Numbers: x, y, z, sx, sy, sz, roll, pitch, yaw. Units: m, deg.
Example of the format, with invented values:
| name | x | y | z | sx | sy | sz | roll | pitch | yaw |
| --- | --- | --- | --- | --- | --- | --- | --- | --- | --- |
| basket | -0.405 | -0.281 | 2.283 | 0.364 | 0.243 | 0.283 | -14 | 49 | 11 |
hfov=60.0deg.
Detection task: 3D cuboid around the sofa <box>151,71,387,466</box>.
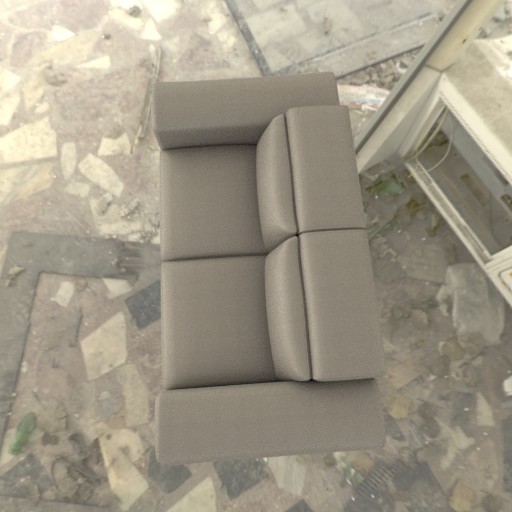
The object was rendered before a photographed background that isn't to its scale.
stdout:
| name | x | y | z | sx | sy | sz | roll | pitch | yaw |
| --- | --- | --- | --- | --- | --- | --- | --- | --- | --- |
| sofa | 0.000 | 0.000 | 2.343 | 1.024 | 0.753 | 1.930 | -4 | 75 | -1 |
